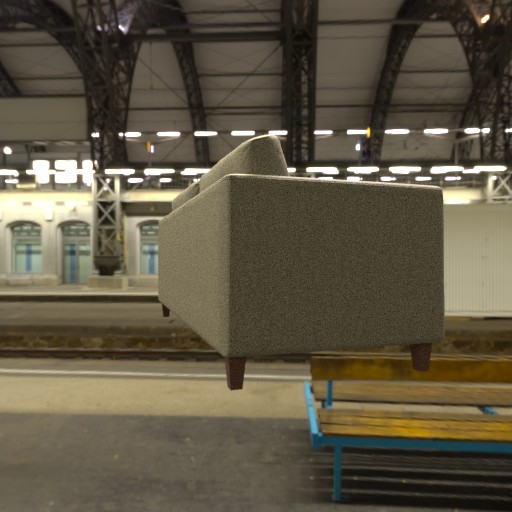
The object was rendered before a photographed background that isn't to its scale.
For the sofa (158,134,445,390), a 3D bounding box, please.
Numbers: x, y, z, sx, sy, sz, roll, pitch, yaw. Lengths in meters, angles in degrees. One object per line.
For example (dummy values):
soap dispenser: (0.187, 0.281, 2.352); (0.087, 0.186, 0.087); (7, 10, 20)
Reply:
sofa: (0.000, 0.000, 2.684); (0.956, 0.960, 2.208); (0, 0, -19)
